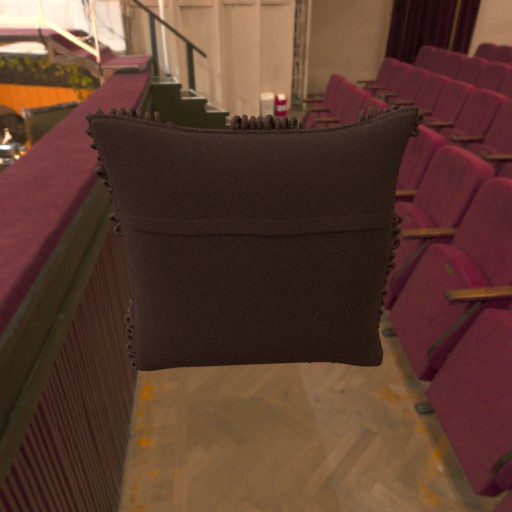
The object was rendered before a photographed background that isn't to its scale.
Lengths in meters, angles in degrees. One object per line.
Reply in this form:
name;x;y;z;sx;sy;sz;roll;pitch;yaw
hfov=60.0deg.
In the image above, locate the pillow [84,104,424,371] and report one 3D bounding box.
pillow;0.000;0.000;0.716;0.470;0.467;0.172;-1;29;-2
